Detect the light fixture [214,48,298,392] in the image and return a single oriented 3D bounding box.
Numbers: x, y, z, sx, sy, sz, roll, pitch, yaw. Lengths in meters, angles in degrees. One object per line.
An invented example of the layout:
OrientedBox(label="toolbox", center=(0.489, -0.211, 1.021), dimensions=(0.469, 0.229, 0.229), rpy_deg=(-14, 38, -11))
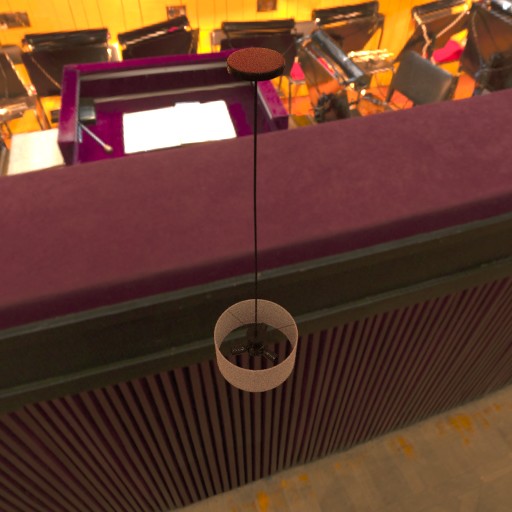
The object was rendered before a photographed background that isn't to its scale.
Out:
OrientedBox(label="light fixture", center=(0.000, 0.000, 1.713), dimensions=(0.399, 1.516, 0.399), rpy_deg=(0, 48, 0))
